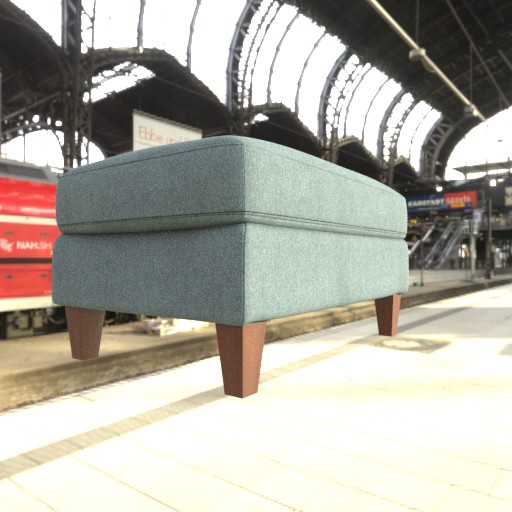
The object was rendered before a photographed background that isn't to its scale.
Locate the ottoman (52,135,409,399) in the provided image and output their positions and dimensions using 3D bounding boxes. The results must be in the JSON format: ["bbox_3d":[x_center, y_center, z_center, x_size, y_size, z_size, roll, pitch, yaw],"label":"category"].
[{"bbox_3d":[0.000,0.000,1.204,0.584,0.483,0.864,0,0,36],"label":"ottoman"}]
